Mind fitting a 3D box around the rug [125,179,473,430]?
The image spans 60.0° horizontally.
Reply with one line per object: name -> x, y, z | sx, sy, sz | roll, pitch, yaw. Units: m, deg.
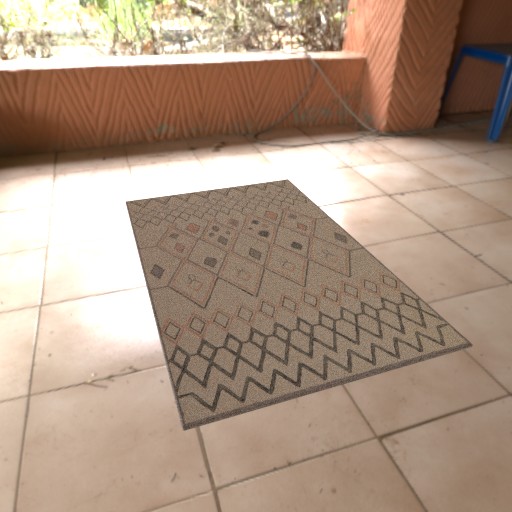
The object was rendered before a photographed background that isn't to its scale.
rug -> 0.000, 0.000, 3.059 | 1.524, 0.015, 2.438 | -11, 33, -17
